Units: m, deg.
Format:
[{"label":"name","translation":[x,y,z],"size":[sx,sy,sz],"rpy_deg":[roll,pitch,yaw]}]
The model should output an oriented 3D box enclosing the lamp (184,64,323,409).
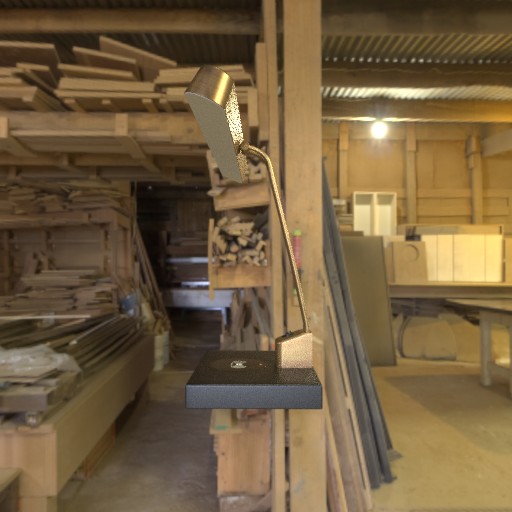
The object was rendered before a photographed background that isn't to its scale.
[{"label":"lamp","translation":[0.000,0.000,0.591],"size":[0.156,0.345,0.412],"rpy_deg":[0,-1,1]}]
